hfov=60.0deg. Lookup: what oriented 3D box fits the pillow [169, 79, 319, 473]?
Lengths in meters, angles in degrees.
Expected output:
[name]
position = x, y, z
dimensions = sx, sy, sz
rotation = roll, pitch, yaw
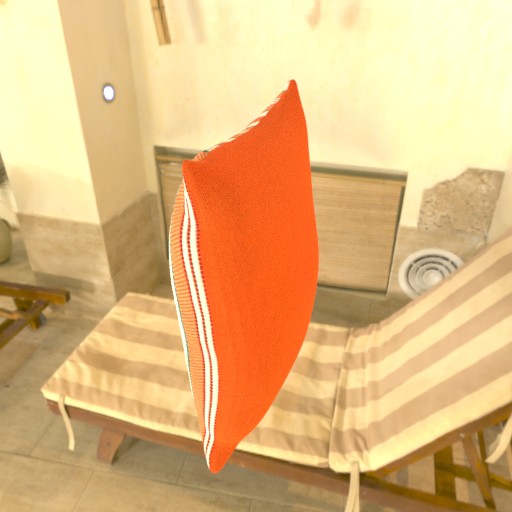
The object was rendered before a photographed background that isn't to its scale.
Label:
[pillow]
position = 0.000, 0.000, 0.664
dimensions = 0.182, 0.441, 0.440
rotation = 9, 31, 14
